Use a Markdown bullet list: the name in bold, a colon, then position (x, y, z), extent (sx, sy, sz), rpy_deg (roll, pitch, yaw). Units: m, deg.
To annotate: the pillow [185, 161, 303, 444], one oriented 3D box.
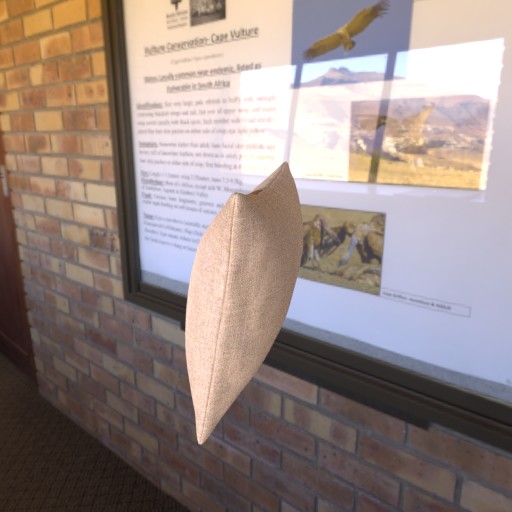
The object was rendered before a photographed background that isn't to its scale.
- **pillow**: position (0.000, 0.000, 0.744), extent (0.155, 0.282, 0.612), rpy_deg (2, 15, 8)
